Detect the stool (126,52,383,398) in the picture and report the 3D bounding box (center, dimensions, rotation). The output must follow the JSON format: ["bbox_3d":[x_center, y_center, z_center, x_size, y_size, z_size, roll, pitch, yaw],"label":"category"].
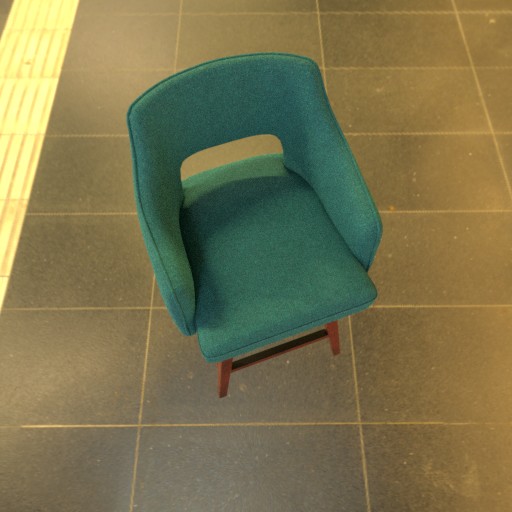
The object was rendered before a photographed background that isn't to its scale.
[{"bbox_3d":[0.000,0.000,1.296,0.548,0.961,0.556,-18,66,-8],"label":"stool"}]
